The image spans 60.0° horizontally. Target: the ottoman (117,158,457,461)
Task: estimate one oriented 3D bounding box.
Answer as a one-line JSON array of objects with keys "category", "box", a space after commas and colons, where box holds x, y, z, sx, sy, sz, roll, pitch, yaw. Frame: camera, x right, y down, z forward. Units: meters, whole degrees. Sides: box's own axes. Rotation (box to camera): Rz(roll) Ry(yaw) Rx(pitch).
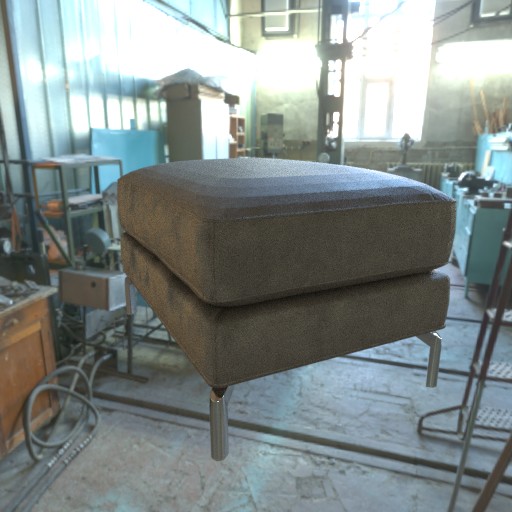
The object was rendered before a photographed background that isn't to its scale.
[{"category": "ottoman", "box": [0.000, 0.000, 1.065, 0.520, 0.456, 0.719, -7, 17, -26]}]
